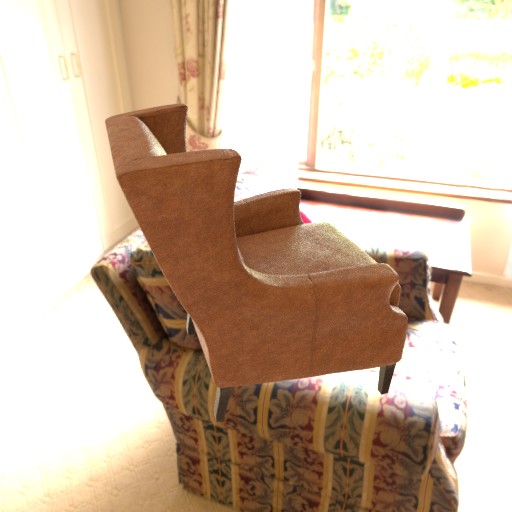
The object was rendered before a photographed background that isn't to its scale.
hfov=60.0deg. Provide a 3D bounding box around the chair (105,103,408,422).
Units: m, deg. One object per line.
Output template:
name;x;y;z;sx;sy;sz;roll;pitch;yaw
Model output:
chair;0.000;0.000;1.681;0.926;1.016;0.853;-9;30;-16
